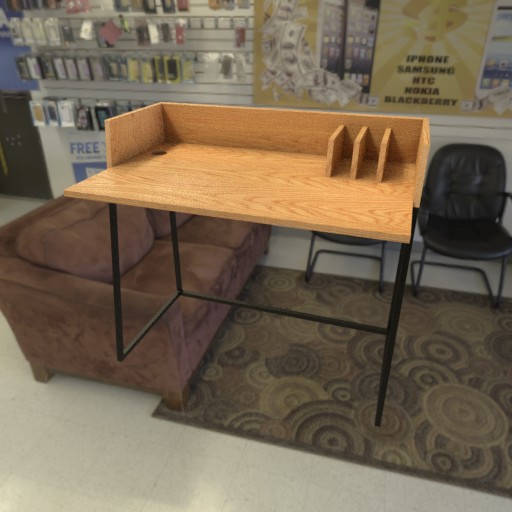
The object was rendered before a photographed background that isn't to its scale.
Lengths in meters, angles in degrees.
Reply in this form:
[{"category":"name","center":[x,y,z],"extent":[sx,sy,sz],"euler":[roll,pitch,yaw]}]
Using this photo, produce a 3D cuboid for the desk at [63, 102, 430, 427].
[{"category":"desk","center":[0.000,0.000,1.856],"extent":[1.191,1.061,0.769],"euler":[9,30,16]}]
